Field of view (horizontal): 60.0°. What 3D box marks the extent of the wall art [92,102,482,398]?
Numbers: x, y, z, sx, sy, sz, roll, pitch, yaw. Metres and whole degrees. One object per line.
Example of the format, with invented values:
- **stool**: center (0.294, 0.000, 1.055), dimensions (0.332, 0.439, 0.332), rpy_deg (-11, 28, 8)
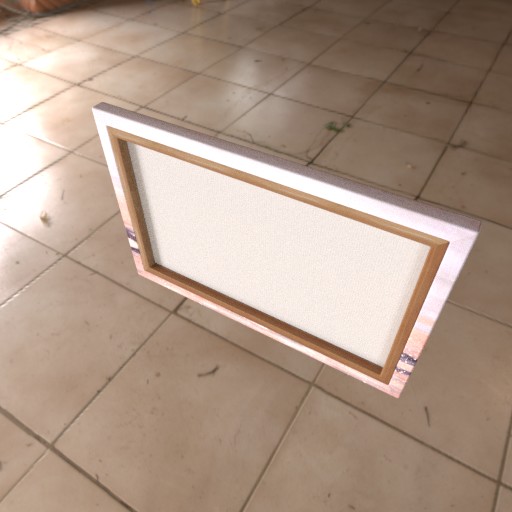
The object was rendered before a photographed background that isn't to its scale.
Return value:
- **wall art**: center (0.000, 0.000, 1.155), dimensions (0.913, 0.609, 0.038), rpy_deg (22, 50, 21)
